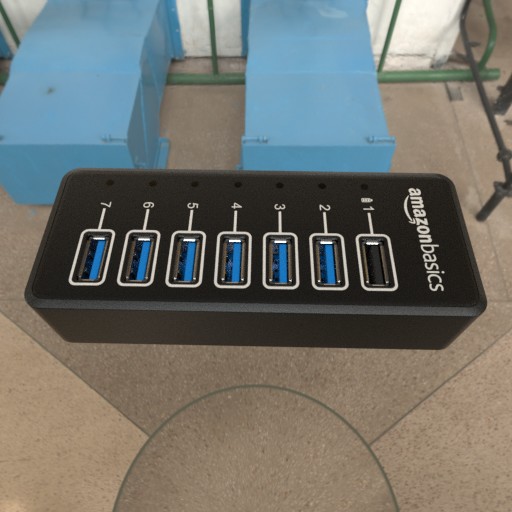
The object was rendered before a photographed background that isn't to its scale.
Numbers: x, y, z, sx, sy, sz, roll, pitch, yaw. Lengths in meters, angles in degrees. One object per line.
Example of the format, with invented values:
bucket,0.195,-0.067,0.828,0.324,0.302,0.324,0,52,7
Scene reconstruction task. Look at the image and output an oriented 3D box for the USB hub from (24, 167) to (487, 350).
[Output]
USB hub,0.000,0.000,0.123,0.110,0.023,0.044,1,58,1
